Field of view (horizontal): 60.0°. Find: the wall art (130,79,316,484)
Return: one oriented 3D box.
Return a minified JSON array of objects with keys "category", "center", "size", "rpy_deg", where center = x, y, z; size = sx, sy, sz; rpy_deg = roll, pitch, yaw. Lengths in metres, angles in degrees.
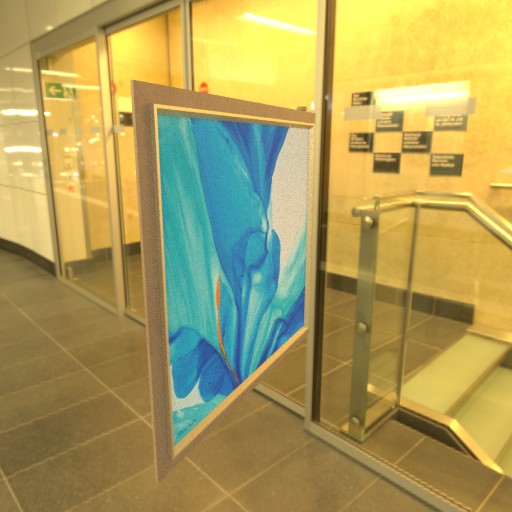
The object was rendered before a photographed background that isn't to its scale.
[{"category":"wall art","center":[0.000,0.000,1.619],"size":[0.025,1.067,1.168],"rpy_deg":[7,16,27]}]
